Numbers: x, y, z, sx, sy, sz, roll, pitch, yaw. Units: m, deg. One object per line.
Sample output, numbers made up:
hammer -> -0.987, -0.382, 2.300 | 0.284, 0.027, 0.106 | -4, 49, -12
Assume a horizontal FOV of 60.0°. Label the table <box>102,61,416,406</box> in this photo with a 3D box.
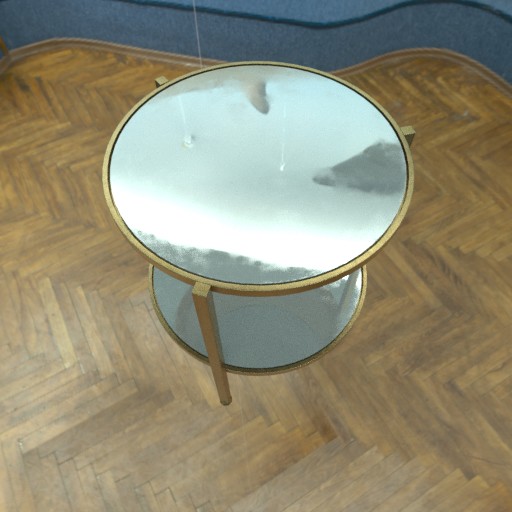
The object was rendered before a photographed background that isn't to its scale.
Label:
table -> 0.000, 0.000, 0.445 | 0.231, 0.269, 0.243 | 15, 59, 9
